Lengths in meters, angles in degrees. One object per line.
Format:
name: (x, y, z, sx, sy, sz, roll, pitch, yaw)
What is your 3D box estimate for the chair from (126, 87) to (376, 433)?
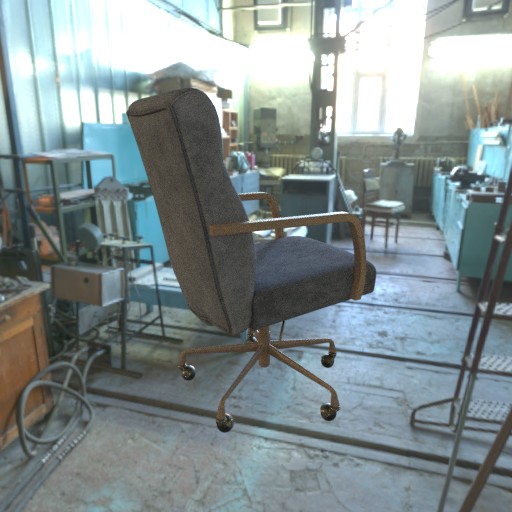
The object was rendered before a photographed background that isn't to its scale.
chair: (0.000, 0.000, 1.524, 0.741, 1.029, 0.640, -8, 18, -27)
